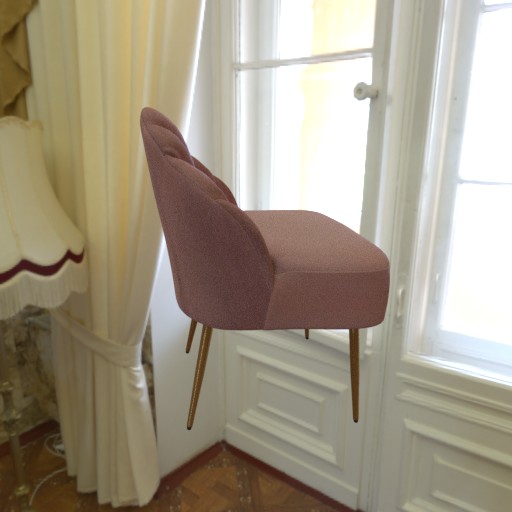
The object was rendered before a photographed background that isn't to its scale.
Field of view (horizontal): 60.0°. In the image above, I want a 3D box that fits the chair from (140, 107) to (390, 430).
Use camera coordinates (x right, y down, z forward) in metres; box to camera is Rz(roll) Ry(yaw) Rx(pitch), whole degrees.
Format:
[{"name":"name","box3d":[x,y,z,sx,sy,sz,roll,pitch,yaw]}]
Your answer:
[{"name":"chair","box3d":[0.000,0.000,1.292,0.599,0.819,0.657,-3,16,-9]}]
